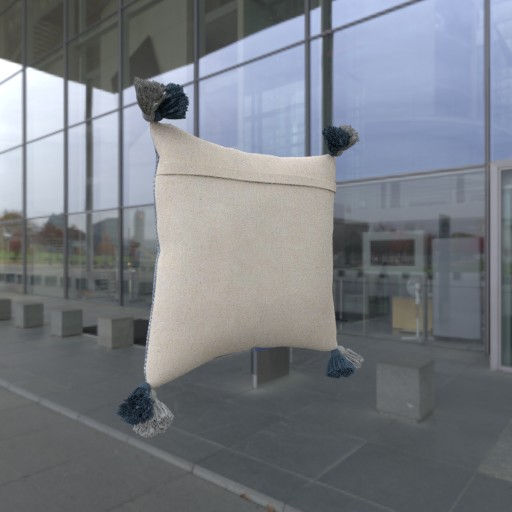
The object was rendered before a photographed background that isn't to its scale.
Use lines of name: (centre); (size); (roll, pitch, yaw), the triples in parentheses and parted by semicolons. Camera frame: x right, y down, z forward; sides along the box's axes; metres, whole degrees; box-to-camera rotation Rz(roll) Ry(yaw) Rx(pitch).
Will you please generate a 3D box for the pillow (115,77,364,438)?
pillow: (0.000, 0.000, 0.935); (0.614, 0.634, 0.138); (0, 0, -35)
